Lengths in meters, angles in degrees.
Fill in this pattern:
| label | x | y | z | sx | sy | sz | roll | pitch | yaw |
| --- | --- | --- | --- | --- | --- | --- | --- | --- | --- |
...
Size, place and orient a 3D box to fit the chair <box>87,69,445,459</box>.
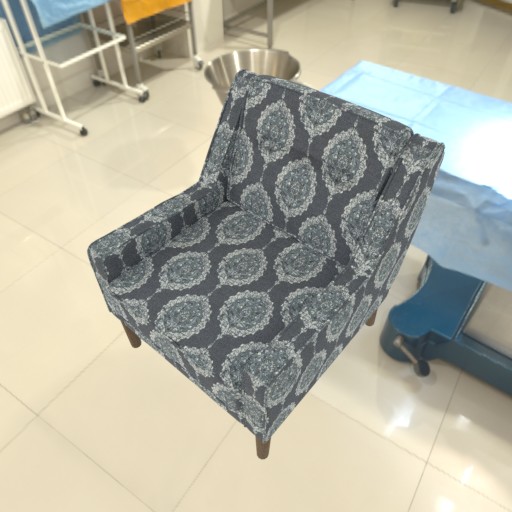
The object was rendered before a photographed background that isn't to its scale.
| label | x | y | z | sx | sy | sz | roll | pitch | yaw |
| --- | --- | --- | --- | --- | --- | --- | --- | --- | --- |
| chair | 0.000 | 0.000 | 1.314 | 0.663 | 0.792 | 0.743 | 32 | 54 | 26 |
